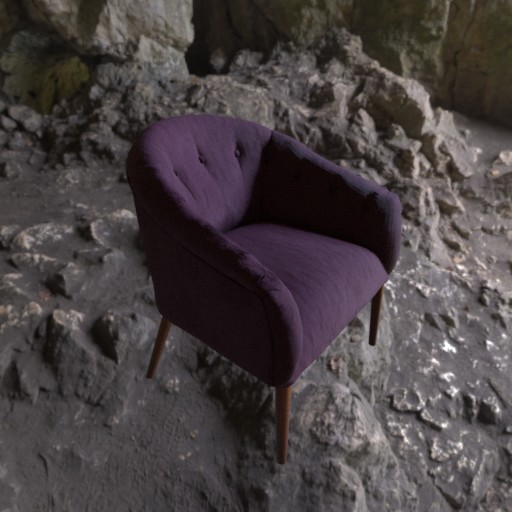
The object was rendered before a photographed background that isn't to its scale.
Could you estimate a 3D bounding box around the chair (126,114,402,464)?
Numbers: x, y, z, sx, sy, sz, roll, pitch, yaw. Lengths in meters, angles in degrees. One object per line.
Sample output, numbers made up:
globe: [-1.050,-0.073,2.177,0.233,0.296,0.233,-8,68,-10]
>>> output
chair: [0.000,0.000,1.551,0.776,0.885,0.851,17,31,32]
